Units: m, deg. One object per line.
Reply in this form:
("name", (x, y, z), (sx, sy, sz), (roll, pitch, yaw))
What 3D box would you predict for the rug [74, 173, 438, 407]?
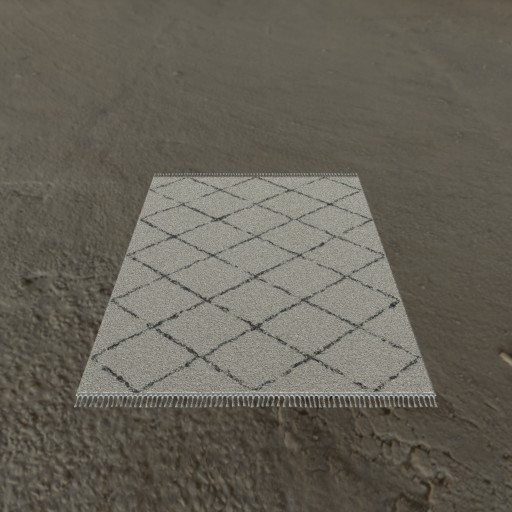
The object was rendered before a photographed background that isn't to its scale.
("rug", (0.000, 0.000, 4.033), (2.380, 0.013, 3.051), (0, 40, 0))
